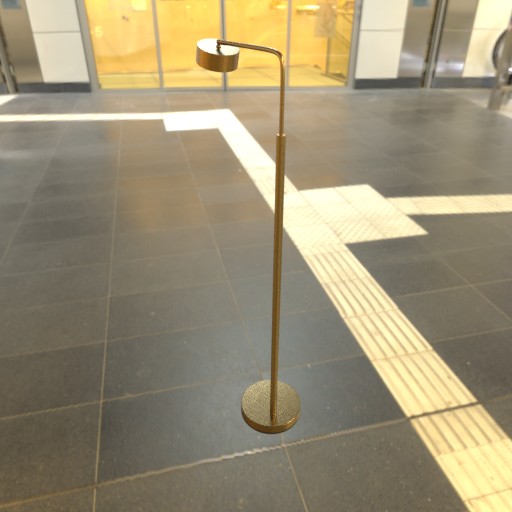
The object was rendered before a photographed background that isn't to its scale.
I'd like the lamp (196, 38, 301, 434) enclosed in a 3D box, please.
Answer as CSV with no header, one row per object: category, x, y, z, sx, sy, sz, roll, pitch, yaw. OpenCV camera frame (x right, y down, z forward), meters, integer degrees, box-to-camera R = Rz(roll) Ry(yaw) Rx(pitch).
lamp,0.000,0.000,1.414,0.219,1.230,0.418,-18,35,-28
